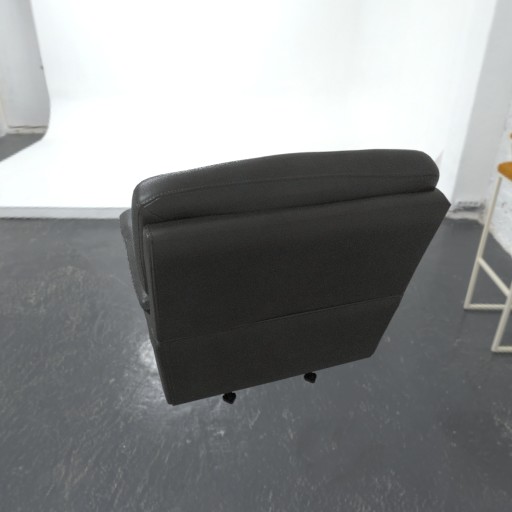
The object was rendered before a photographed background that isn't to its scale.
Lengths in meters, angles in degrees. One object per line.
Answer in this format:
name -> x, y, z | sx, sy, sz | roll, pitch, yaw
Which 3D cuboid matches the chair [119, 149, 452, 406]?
chair -> 0.000, 0.000, 1.956 | 1.096, 1.109, 1.087 | -9, 29, -17
